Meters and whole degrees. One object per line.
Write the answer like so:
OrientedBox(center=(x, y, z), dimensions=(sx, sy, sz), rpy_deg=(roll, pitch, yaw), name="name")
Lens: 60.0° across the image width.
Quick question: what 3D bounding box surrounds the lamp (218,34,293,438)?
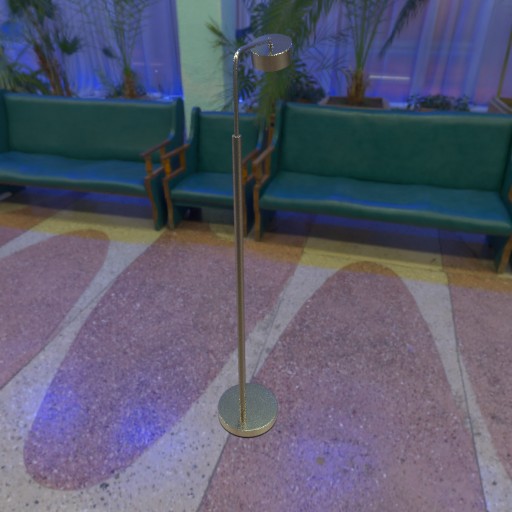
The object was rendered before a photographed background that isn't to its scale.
OrientedBox(center=(0.000, 0.000, 1.421), dimensions=(0.222, 1.250, 0.421), rpy_deg=(9, 32, 15), name="lamp")
